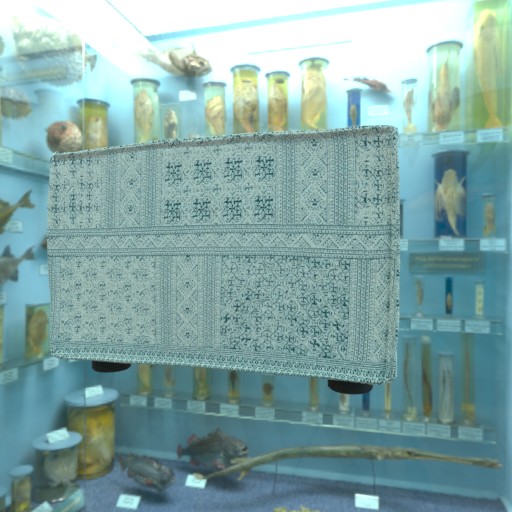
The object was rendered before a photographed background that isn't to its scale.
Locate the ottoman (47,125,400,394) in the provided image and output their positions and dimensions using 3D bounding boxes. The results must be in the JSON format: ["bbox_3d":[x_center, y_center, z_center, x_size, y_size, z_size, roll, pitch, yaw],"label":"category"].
[{"bbox_3d":[0.000,0.000,1.014,0.617,0.439,0.626,0,0,17],"label":"ottoman"}]
